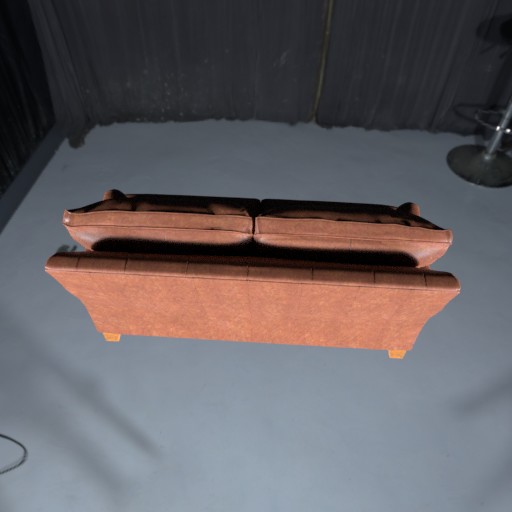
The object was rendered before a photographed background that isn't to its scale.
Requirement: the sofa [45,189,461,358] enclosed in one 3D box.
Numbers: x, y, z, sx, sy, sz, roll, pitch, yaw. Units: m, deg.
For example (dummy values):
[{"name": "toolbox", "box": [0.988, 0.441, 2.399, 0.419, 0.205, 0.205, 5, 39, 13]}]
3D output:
[{"name": "sofa", "box": [0.000, 0.000, 2.845, 2.144, 1.071, 1.147, 3, 48, 3]}]
